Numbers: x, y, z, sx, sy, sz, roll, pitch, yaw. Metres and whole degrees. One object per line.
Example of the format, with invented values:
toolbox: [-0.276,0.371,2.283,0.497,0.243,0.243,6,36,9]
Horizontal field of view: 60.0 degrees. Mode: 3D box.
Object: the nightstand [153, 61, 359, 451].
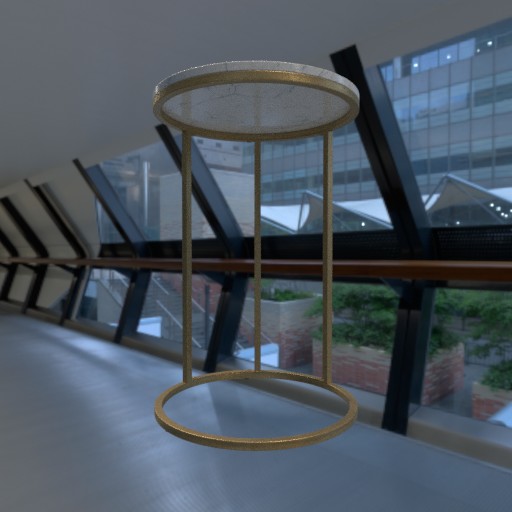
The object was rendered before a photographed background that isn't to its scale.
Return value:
nightstand: [0.000,0.000,0.889,0.400,0.610,0.400,0,1,1]
